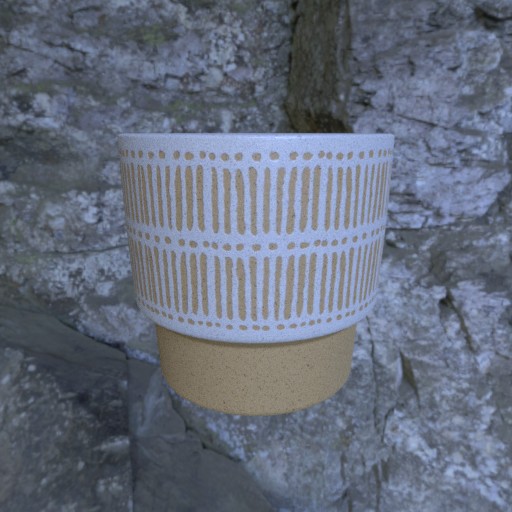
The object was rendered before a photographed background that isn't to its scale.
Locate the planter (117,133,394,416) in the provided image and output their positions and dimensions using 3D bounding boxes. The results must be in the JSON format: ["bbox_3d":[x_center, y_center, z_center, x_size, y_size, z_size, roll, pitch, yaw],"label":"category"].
[{"bbox_3d":[0.000,0.000,0.568,0.317,0.303,0.317,0,16,0],"label":"planter"}]
